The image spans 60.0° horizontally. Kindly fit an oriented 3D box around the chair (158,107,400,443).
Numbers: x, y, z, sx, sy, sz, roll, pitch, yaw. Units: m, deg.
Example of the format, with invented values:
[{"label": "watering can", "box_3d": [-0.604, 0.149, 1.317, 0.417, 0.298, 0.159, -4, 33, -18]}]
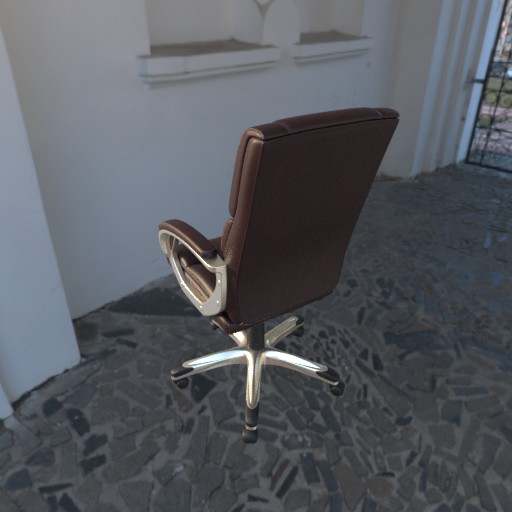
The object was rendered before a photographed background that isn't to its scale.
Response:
[{"label": "chair", "box_3d": [0.000, 0.000, 1.592, 0.662, 1.107, 0.739, -18, 34, -29]}]
